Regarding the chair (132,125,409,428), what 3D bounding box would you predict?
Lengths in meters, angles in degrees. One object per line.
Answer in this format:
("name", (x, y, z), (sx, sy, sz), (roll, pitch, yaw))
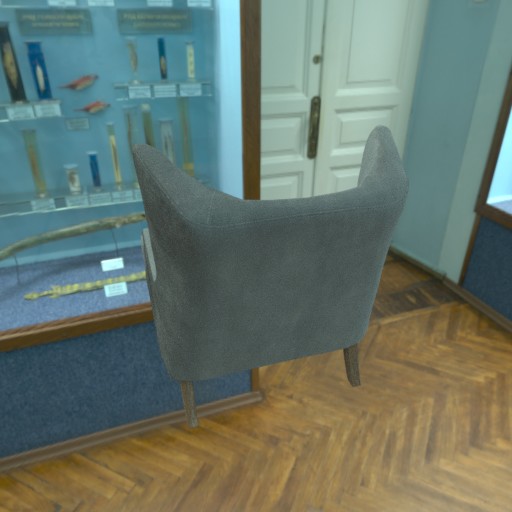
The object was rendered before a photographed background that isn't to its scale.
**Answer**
("chair", (0.000, 0.000, 1.626), (0.784, 0.950, 0.906), (-9, 30, -15))
